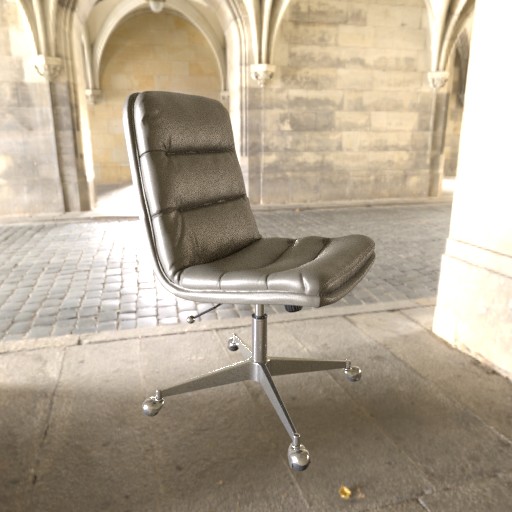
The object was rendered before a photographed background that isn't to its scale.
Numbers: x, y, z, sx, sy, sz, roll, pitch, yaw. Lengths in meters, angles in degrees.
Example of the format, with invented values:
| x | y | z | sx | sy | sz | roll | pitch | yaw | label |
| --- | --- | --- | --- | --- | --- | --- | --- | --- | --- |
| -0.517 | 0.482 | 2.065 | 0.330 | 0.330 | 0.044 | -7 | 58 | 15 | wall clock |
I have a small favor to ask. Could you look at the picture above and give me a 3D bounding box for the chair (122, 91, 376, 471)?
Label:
| x | y | z | sx | sy | sz | roll | pitch | yaw | label |
| --- | --- | --- | --- | --- | --- | --- | --- | --- | --- |
| 0.000 | 0.000 | 1.040 | 0.485 | 0.738 | 0.422 | 7 | 16 | 27 | chair |
